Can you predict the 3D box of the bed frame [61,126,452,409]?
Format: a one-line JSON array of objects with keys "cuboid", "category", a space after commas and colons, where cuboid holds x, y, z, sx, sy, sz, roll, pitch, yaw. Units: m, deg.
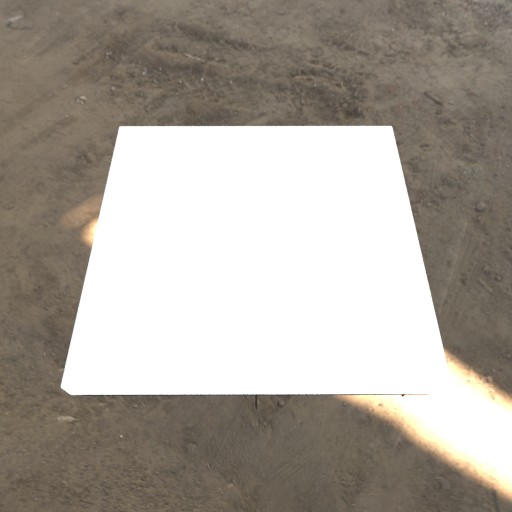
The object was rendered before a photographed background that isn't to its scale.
[{"cuboid": [0.000, 0.000, 3.035, 2.032, 0.559, 1.930, 0, 59, 0], "category": "bed frame"}]
